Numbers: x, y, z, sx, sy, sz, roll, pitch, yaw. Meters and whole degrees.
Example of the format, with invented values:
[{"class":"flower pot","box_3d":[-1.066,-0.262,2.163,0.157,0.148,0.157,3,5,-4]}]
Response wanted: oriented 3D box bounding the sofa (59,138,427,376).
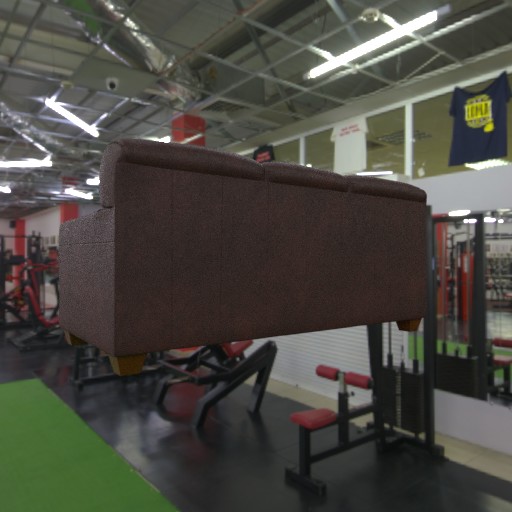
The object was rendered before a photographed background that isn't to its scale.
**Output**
[{"class":"sofa","box_3d":[0.000,0.000,2.630,2.039,0.953,1.008,0,-1,-36]}]
